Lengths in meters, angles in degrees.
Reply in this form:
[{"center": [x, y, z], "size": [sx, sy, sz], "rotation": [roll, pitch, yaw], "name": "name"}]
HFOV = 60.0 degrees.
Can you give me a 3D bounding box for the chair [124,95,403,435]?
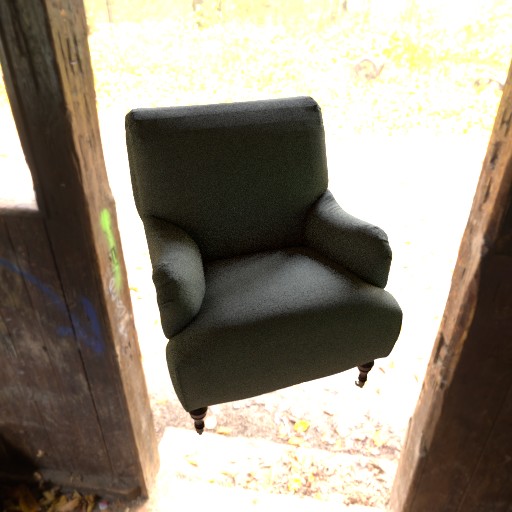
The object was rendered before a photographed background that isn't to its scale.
[{"center": [0.000, 0.000, 1.991], "size": [0.964, 1.178, 1.060], "rotation": [-10, 33, -16], "name": "chair"}]
